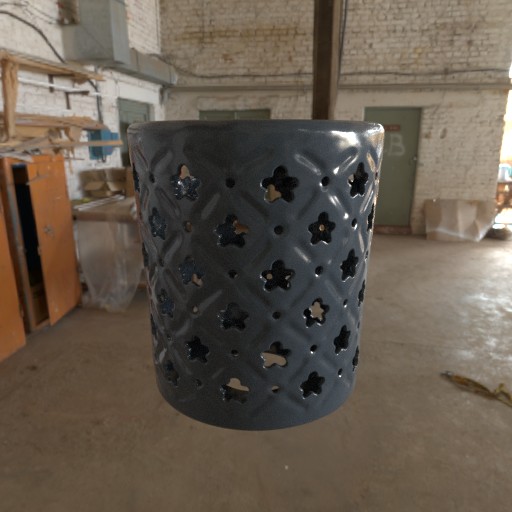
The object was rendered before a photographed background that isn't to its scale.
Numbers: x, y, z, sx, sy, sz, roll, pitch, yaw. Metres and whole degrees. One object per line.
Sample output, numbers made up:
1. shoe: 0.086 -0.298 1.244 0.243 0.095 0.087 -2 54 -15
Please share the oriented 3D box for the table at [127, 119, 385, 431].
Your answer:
1. table: 0.000 0.000 0.670 0.352 0.387 0.352 0 15 0
